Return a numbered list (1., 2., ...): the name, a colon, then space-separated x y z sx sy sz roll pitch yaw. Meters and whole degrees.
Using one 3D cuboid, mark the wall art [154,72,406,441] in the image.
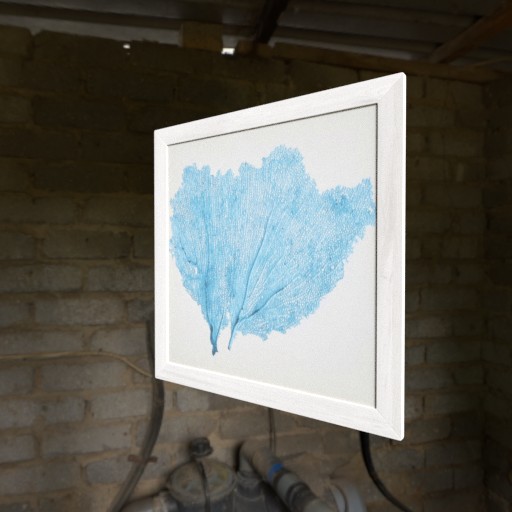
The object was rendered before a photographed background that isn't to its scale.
1. wall art: 0.000 0.000 0.879 0.584 0.584 0.013 1 1 36
